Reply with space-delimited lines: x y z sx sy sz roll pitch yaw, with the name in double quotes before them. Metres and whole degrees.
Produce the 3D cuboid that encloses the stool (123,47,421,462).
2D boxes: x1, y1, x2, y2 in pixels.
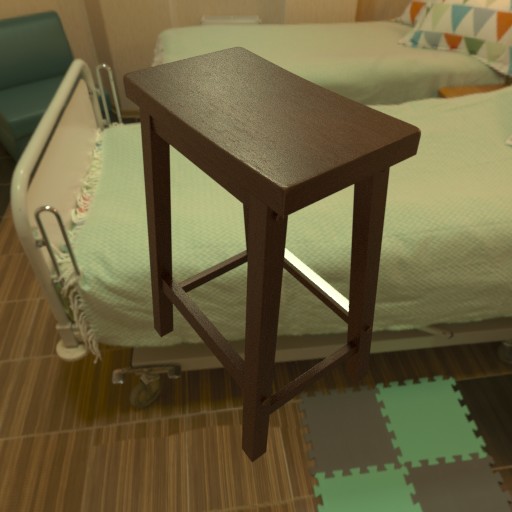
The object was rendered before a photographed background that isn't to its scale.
"stool" 0.000 0.000 0.838 0.322 0.610 0.406 -27 49 -26
